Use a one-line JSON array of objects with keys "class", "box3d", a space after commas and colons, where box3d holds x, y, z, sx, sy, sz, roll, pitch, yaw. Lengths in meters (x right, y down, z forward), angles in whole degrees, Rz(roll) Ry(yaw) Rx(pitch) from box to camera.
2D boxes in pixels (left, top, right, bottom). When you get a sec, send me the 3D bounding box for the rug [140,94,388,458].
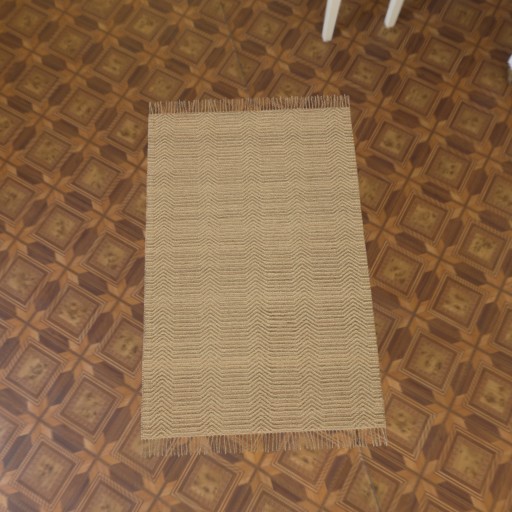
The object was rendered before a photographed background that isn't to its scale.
[{"class": "rug", "box3d": [0.000, 0.000, 2.446, 1.224, 0.027, 2.021, -2, 75, -1]}]
